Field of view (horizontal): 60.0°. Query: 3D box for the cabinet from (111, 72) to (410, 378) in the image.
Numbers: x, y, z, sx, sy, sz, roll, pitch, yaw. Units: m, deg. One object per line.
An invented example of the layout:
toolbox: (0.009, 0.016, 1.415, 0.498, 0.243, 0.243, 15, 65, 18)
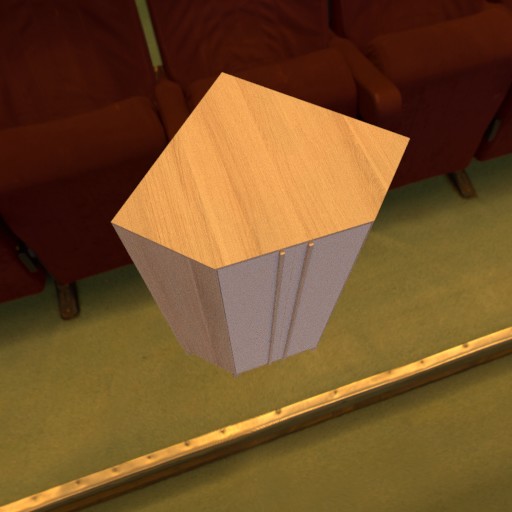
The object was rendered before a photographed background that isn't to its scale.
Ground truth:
cabinet: (0.000, 0.000, 2.719, 1.272, 1.957, 0.969, -17, 64, -8)
